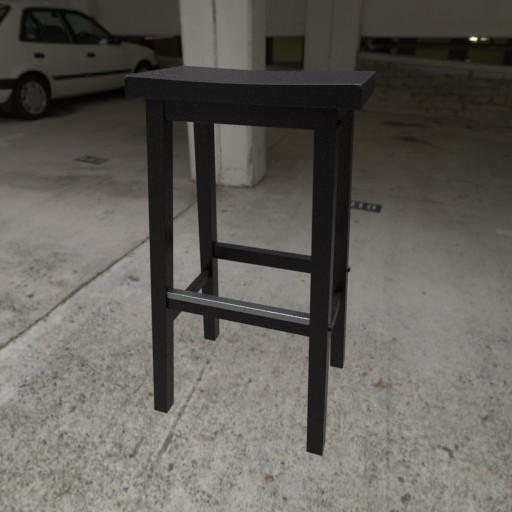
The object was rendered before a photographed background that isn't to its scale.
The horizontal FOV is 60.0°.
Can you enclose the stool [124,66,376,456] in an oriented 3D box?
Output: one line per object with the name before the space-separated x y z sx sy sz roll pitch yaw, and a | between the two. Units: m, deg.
stool | 0.000 0.000 0.969 0.406 0.742 0.322 9 29 16
